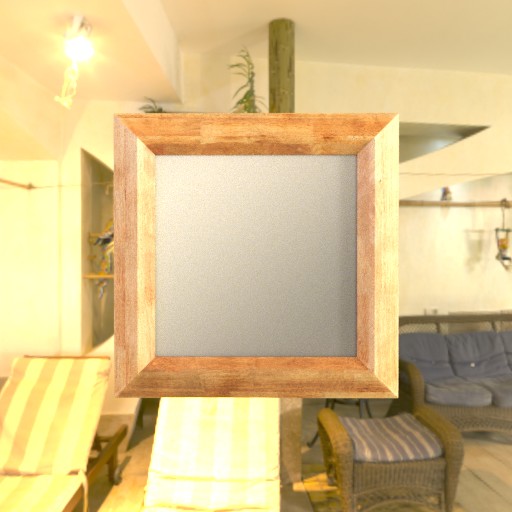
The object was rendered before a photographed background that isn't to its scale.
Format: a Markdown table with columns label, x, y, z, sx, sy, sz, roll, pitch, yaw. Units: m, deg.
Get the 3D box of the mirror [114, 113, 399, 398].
| label | x | y | z | sx | sy | sz | roll | pitch | yaw |
| --- | --- | --- | --- | --- | --- | --- | --- | --- | --- |
| mirror | 0.000 | 0.000 | 0.990 | 0.651 | 0.651 | 0.047 | 0 | 0 | 0 |
